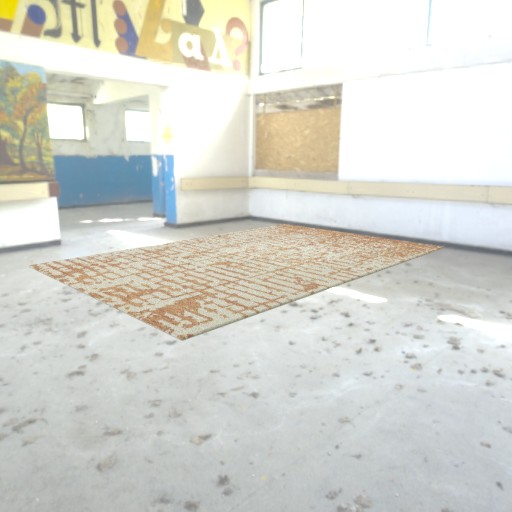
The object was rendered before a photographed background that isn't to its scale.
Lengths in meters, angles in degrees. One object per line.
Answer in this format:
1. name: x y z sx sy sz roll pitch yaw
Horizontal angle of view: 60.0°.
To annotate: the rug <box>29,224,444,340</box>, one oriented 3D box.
1. rug: 0.000 0.000 2.314 1.219 0.011 1.829 12 18 43
